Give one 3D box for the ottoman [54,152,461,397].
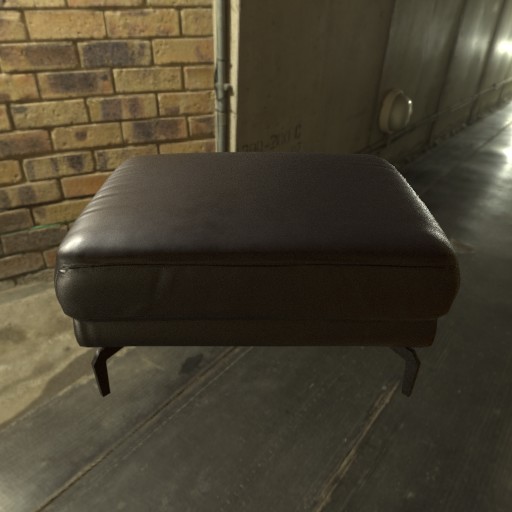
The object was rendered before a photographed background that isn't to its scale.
[{"bbox_3d":[0.000,0.000,1.080,0.764,0.402,0.570,0,31,0],"label":"ottoman"}]
